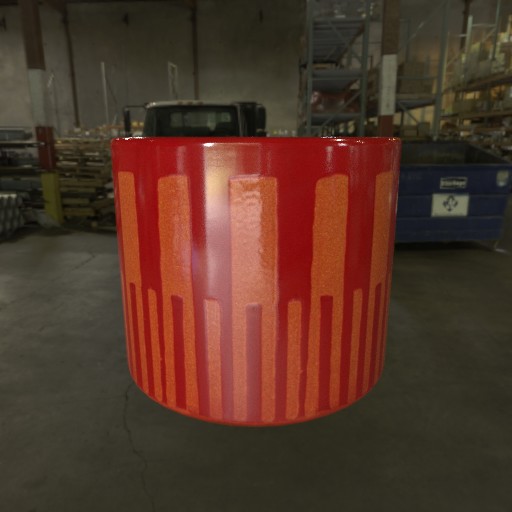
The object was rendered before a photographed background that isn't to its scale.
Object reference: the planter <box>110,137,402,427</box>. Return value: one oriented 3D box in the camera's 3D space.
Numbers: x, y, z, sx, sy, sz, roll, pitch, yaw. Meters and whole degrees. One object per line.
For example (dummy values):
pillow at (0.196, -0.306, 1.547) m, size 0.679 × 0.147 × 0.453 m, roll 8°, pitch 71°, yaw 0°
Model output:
planter at (0.000, 0.000, 0.391) m, size 0.230 × 0.202 × 0.230 m, roll 0°, pitch 15°, yaw 0°
